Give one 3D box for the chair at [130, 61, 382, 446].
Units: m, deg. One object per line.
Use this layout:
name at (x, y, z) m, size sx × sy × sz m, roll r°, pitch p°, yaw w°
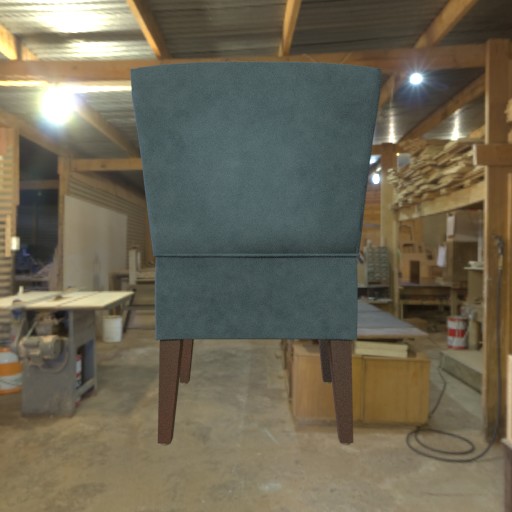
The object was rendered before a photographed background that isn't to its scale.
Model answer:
chair at (0.000, 0.000, 1.171) m, size 0.521 × 0.806 × 0.551 m, roll 0°, pitch 0°, yaw 0°
